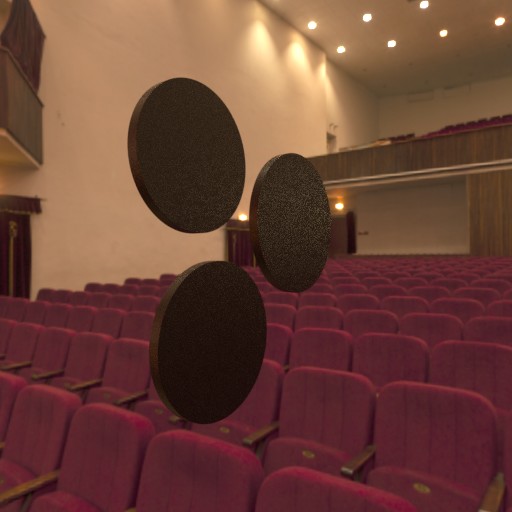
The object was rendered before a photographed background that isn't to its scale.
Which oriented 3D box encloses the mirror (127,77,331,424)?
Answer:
[{"bbox_3d":[0.000,0.000,3.181,0.076,2.096,2.160,0,0,37],"label":"mirror"}]
